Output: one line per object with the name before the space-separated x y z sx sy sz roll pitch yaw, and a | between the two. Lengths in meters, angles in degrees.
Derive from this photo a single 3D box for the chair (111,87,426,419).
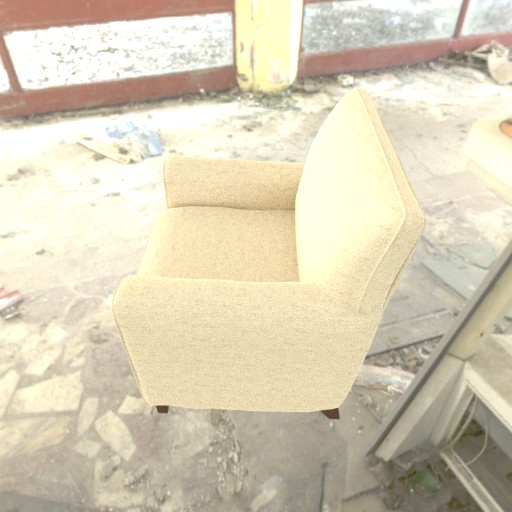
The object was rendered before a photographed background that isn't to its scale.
chair | 0.000 0.000 1.608 0.823 0.943 0.870 1 41 1
